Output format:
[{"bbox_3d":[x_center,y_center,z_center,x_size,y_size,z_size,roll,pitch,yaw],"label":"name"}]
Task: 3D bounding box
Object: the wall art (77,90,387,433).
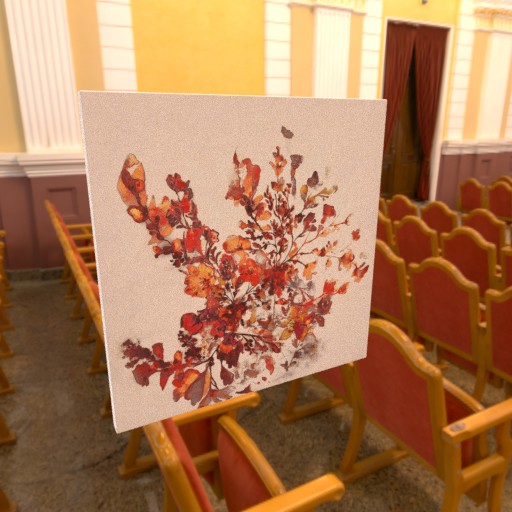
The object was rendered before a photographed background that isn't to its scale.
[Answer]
[{"bbox_3d":[0.000,0.000,1.114,0.757,0.757,0.037,-9,19,-27],"label":"wall art"}]
